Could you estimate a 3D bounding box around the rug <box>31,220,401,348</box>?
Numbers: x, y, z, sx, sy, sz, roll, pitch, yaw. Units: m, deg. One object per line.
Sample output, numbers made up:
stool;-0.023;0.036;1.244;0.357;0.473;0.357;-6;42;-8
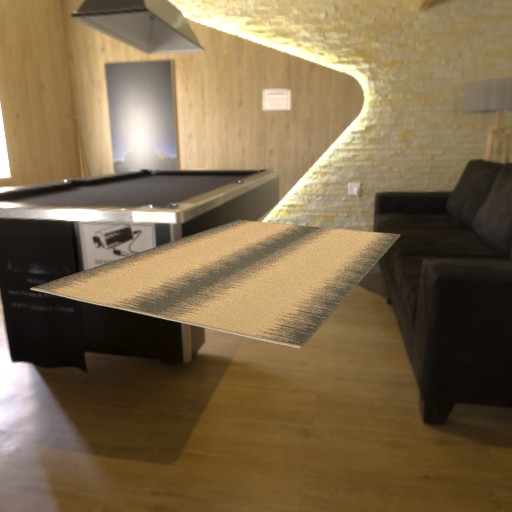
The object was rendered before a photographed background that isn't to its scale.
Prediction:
rug;0.000;0.000;2.420;1.234;0.006;1.854;7;17;26
